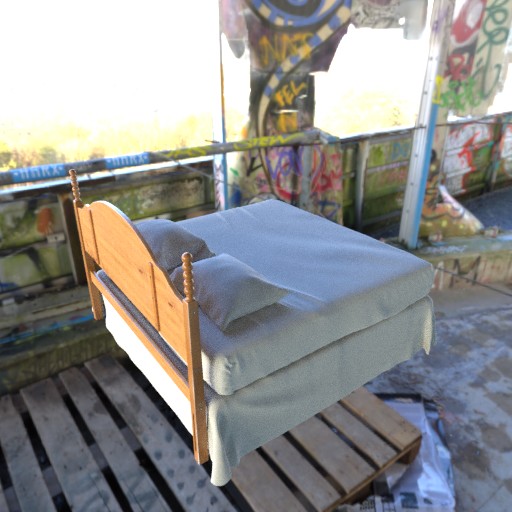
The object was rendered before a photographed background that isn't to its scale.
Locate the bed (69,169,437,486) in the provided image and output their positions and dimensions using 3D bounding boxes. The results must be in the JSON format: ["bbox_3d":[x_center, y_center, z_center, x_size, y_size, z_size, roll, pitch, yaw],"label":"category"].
[{"bbox_3d":[0.000,0.000,3.579,2.219,1.355,2.322,-17,31,-32],"label":"bed"}]
